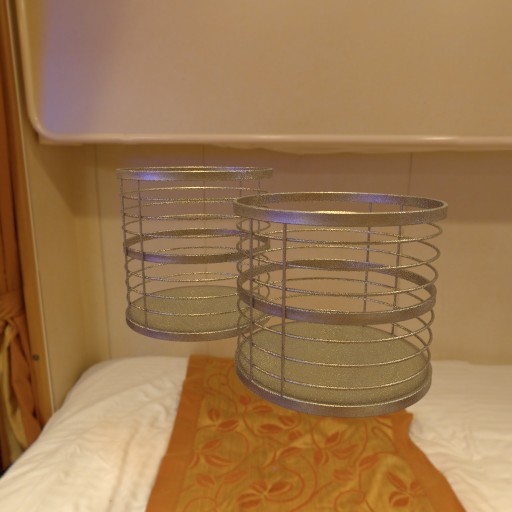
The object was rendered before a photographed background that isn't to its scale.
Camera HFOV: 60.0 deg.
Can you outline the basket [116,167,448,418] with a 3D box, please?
[{"bbox_3d":[0.000,0.000,0.926,0.746,0.351,0.356,12,18,44],"label":"basket"}]
